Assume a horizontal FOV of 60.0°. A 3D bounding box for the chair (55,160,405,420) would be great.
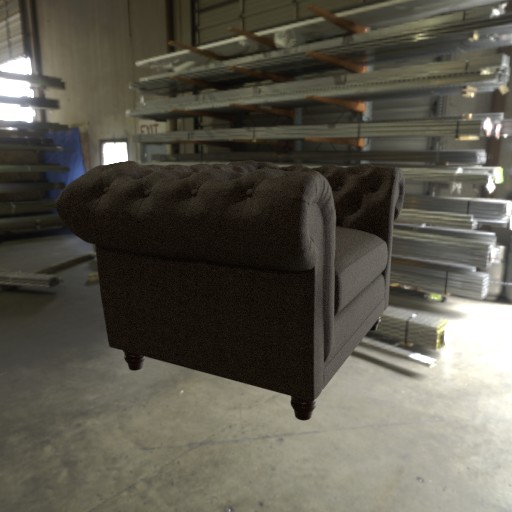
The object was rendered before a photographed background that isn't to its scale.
[{"bbox_3d":[0.000,0.000,1.846,0.945,0.780,1.298,7,14,28],"label":"chair"}]
